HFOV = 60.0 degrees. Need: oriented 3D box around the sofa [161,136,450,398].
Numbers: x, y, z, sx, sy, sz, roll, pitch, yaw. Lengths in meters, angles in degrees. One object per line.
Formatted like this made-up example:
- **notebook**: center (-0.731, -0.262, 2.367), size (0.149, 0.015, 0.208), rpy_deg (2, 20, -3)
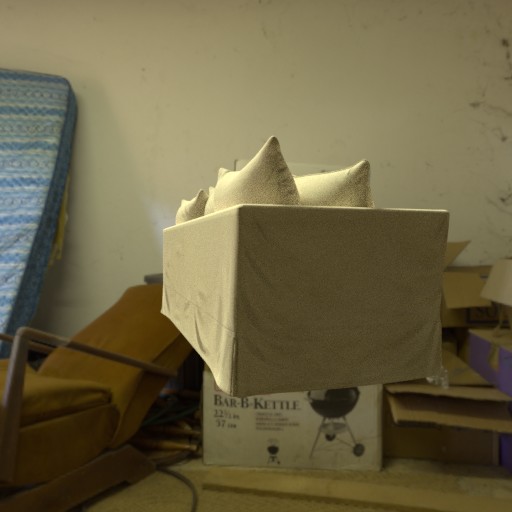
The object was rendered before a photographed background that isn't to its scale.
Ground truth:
- **sofa**: center (0.000, 0.000, 2.976), size (1.030, 1.042, 2.484), rpy_deg (0, 1, -18)
